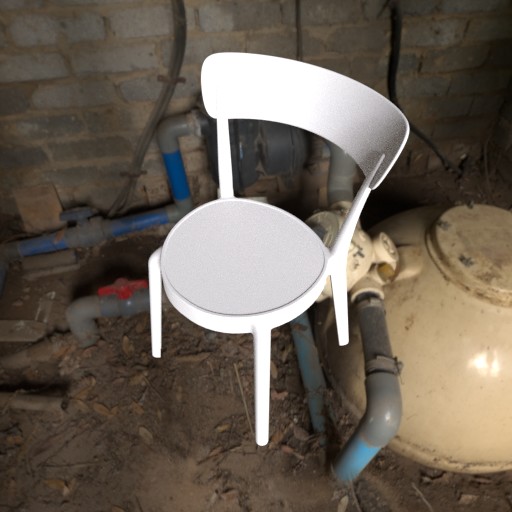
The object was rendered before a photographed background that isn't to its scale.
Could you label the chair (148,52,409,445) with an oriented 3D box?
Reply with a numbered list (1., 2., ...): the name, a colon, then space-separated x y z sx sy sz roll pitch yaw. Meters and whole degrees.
1. chair: 0.000 0.000 1.118 0.506 0.790 0.491 31 54 26
